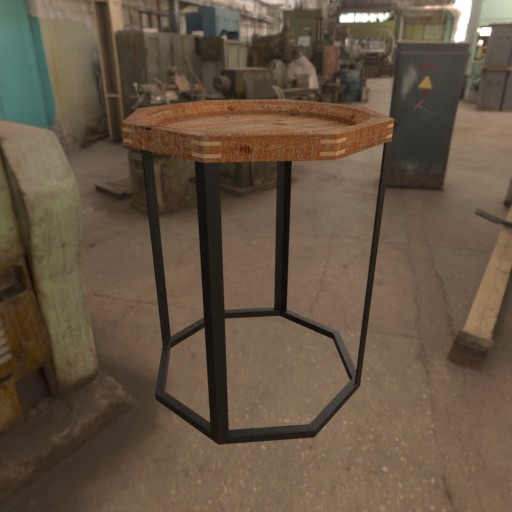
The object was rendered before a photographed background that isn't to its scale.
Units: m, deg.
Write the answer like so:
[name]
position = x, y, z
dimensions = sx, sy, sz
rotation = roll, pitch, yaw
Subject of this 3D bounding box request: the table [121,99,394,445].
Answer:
[table]
position = 0.000, 0.000, 0.878
dimensions = 0.458, 0.543, 0.458
rotation = 8, 26, 15
